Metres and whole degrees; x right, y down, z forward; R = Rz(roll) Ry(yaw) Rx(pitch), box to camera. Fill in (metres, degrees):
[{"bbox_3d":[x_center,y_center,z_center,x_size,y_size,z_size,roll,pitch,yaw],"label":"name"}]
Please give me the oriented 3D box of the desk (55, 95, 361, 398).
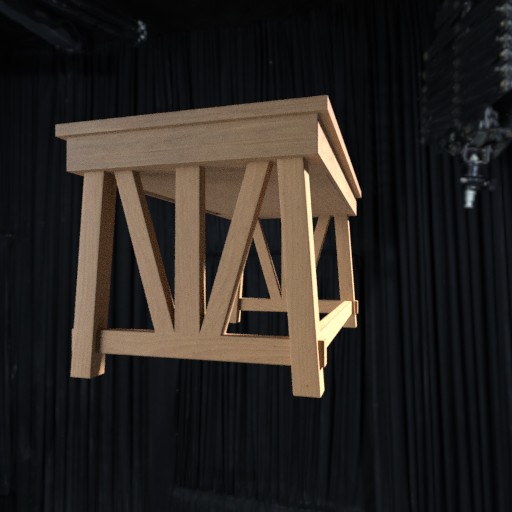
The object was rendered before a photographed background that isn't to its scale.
[{"bbox_3d":[0.000,0.000,1.925,0.813,0.762,1.499,0,-1,16],"label":"desk"}]
